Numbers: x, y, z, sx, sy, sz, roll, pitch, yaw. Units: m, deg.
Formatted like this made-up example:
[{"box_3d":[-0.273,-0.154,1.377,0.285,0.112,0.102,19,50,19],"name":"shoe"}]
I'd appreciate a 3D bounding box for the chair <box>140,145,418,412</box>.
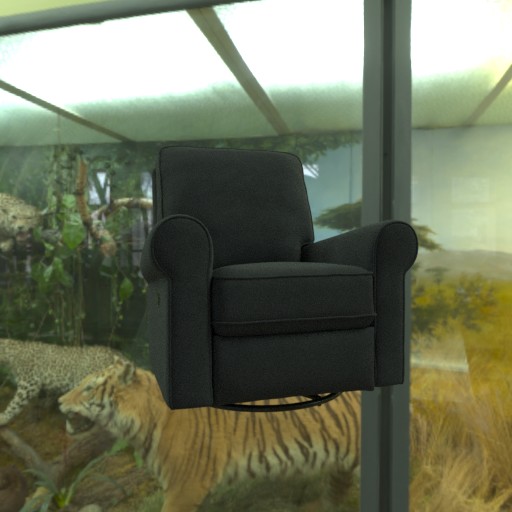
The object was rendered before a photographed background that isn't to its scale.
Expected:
[{"box_3d":[0.000,0.000,1.730,0.890,0.961,0.878,0,1,-18],"name":"chair"}]
